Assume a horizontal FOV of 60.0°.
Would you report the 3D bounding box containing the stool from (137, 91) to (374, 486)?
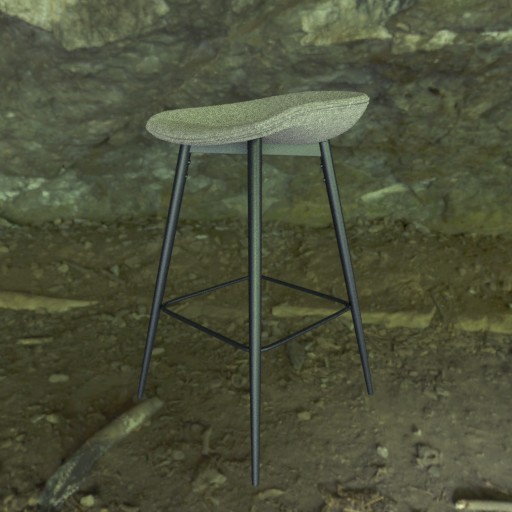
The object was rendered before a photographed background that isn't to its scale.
[{"bbox_3d":[0.000,0.000,1.135,0.469,0.814,0.480,15,22,42],"label":"stool"}]
